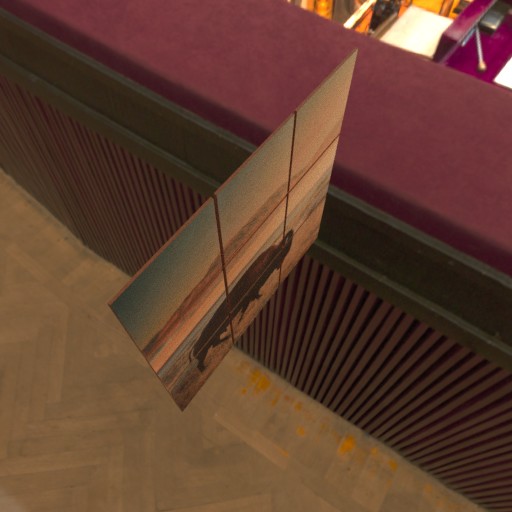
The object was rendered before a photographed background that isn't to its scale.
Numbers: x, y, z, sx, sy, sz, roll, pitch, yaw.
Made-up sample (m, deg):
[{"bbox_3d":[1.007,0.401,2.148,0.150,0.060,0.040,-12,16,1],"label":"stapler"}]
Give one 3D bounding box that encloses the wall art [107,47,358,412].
[{"bbox_3d":[0.000,0.000,2.311,0.019,1.532,1.533,32,64,17],"label":"wall art"}]
